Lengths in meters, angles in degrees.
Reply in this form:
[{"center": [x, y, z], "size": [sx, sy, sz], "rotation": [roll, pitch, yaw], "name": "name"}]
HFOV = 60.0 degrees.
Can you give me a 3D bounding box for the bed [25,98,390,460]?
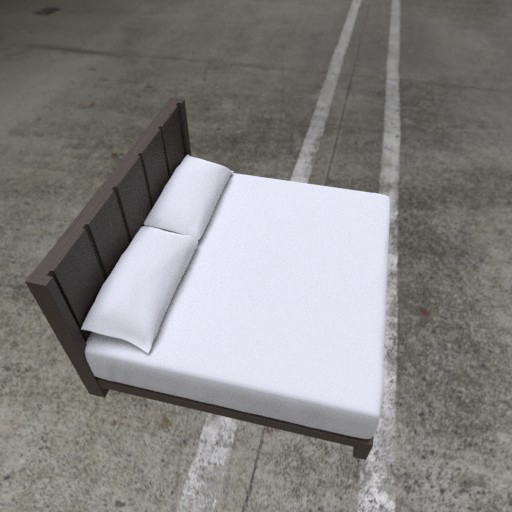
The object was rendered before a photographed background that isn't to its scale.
[{"center": [0.000, 0.000, 3.366], "size": [2.012, 1.270, 2.134], "rotation": [10, 47, 9], "name": "bed"}]
